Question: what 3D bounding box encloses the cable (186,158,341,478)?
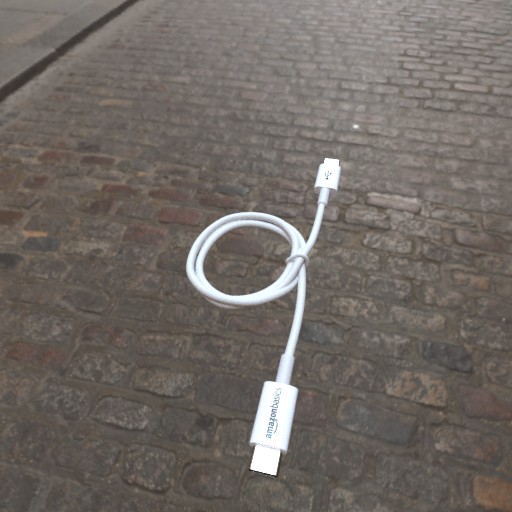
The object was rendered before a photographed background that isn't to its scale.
[{"bbox_3d":[0.000,0.000,0.228,0.070,0.014,0.203,10,46,9],"label":"cable"}]
